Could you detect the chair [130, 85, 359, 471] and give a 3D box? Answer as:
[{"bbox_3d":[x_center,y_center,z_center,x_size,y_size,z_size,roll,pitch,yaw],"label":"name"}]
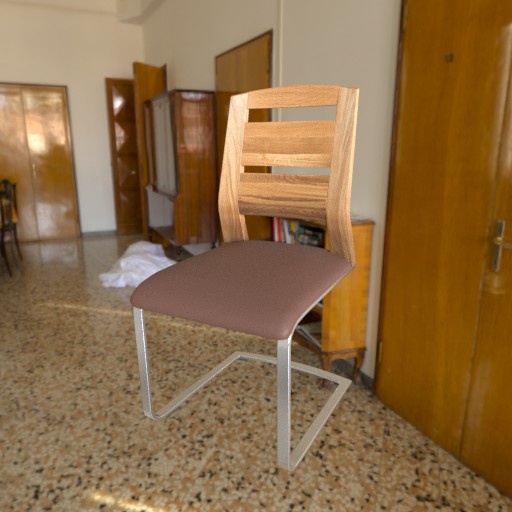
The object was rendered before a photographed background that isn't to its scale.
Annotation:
[{"bbox_3d":[0.000,0.000,1.271,0.460,0.970,0.570,8,16,28],"label":"chair"}]
